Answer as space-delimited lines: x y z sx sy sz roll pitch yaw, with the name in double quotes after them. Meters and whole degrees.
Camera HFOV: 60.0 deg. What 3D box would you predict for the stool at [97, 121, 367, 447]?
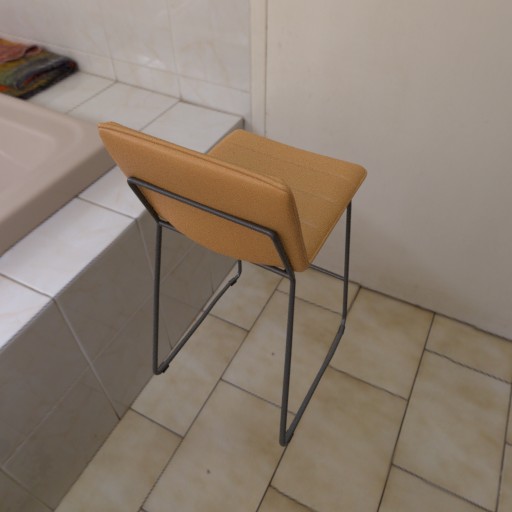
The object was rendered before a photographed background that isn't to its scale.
0.000 0.000 1.195 0.489 0.936 0.524 22 50 20 "stool"
